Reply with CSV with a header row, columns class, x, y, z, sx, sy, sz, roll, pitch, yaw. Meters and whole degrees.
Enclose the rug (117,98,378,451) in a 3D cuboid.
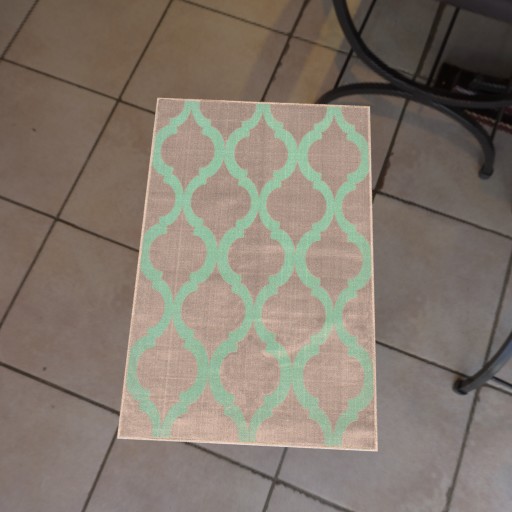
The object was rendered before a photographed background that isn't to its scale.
class,x,y,z,sx,sy,sz,roll,pitch,yaw
rug,0.000,0.000,2.885,1.524,0.006,2.286,3,75,1
